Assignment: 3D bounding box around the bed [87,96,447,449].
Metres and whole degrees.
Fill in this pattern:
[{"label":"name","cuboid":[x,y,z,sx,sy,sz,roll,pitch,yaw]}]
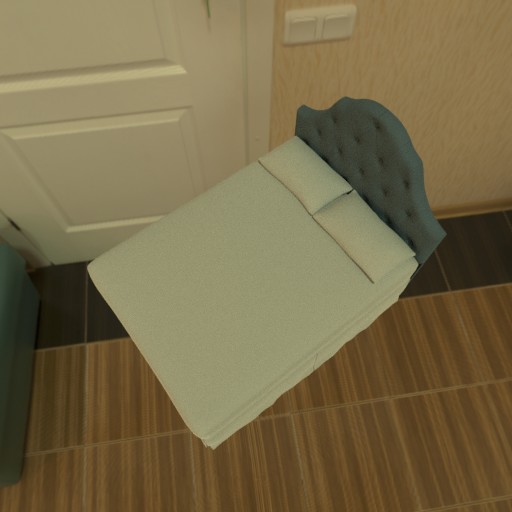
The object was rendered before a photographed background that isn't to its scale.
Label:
[{"label":"bed","cuboid":[0.000,0.000,3.243,2.155,1.575,1.636,-34,68,-16]}]
